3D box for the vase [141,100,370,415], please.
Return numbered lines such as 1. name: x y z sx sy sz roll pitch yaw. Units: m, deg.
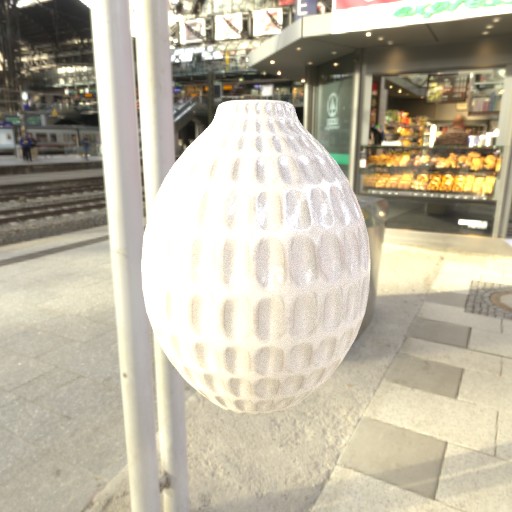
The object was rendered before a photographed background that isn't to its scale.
1. vase: 0.000 0.000 0.254 0.128 0.167 0.128 0 14 0
